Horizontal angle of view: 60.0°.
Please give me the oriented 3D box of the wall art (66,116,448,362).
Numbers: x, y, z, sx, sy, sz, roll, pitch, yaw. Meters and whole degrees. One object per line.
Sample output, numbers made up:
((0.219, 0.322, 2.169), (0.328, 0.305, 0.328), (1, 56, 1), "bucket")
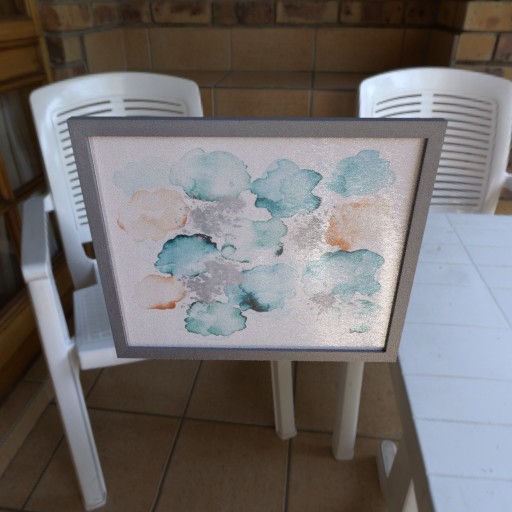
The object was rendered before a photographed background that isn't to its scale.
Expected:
((0.000, 0.000, 0.918), (0.660, 0.558, 0.026), (1, 31, 1), "wall art")
